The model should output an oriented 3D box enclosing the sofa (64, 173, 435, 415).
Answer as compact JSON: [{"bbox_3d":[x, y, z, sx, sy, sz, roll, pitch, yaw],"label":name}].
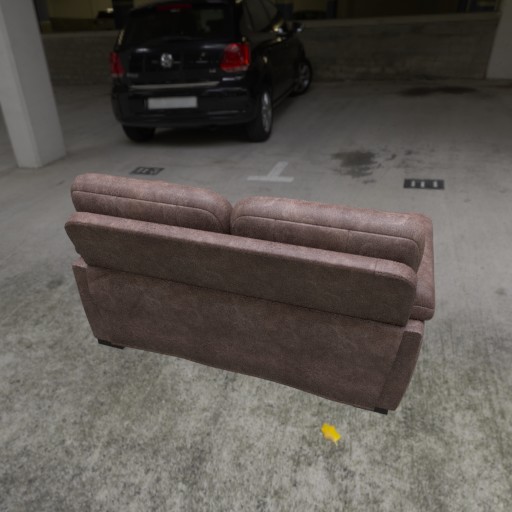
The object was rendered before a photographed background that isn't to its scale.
[{"bbox_3d":[0.000,0.000,2.346,1.753,0.991,0.991,10,33,15],"label":"sofa"}]
